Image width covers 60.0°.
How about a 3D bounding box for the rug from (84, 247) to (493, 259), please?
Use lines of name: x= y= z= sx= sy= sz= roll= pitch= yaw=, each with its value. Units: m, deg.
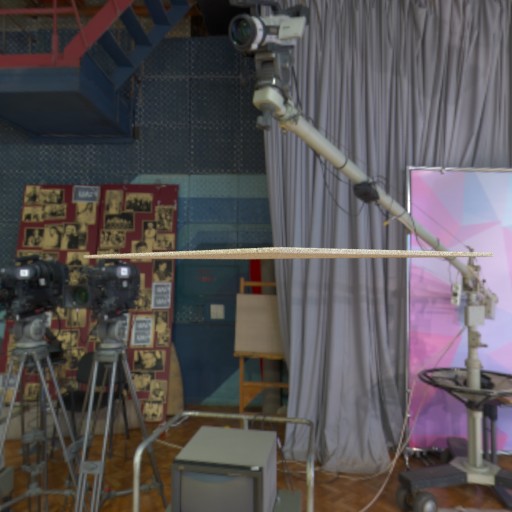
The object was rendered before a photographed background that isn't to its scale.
rug: x=0.000 y=0.000 z=3.394 sx=1.800 sy=0.025 sz=2.699 roll=1 pitch=-1 yaw=-37
